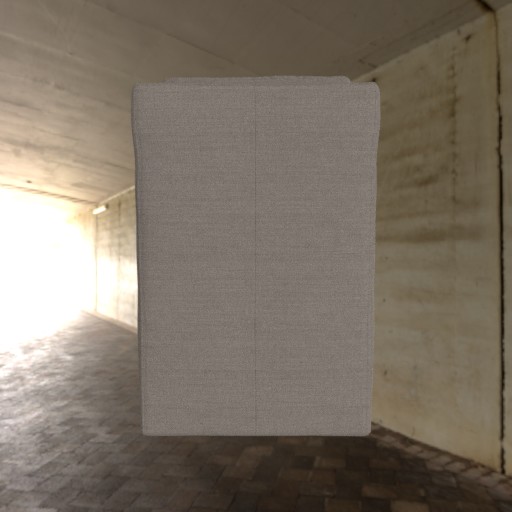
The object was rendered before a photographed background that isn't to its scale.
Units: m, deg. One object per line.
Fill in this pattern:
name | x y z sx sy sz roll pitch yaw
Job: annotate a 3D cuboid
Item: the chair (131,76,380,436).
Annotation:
chair | 0.000 0.000 1.368 0.626 0.914 0.694 0 -1 0
